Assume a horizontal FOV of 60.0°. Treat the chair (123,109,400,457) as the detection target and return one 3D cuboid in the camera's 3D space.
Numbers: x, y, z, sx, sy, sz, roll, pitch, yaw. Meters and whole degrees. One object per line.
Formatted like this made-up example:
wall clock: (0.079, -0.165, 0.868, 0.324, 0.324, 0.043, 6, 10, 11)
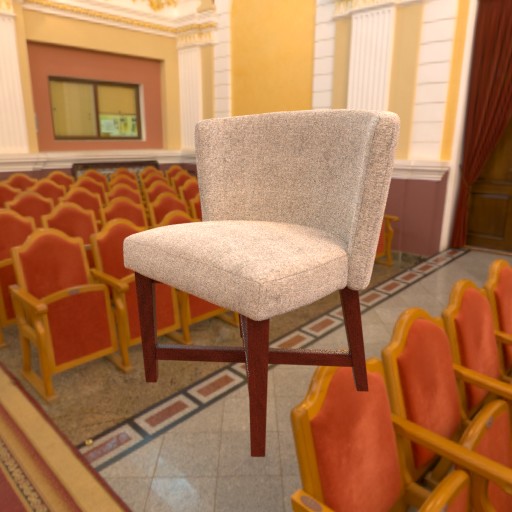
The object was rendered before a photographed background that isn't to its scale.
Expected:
chair: (0.000, 0.000, 1.292, 0.728, 0.827, 0.575, 15, 21, 43)
